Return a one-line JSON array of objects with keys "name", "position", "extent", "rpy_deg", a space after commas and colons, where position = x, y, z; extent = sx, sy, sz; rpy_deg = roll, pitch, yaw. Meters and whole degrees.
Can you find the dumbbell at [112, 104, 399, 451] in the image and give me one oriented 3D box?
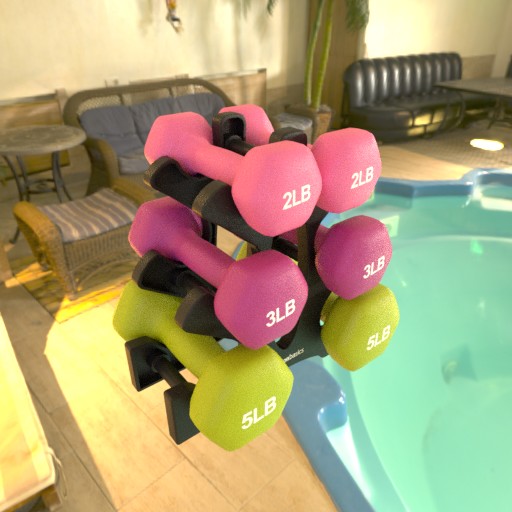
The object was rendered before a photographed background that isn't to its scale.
[{"name": "dumbbell", "position": [0.000, 0.000, 0.437], "extent": [0.257, 0.261, 0.203], "rpy_deg": [-21, 35, -33]}]
